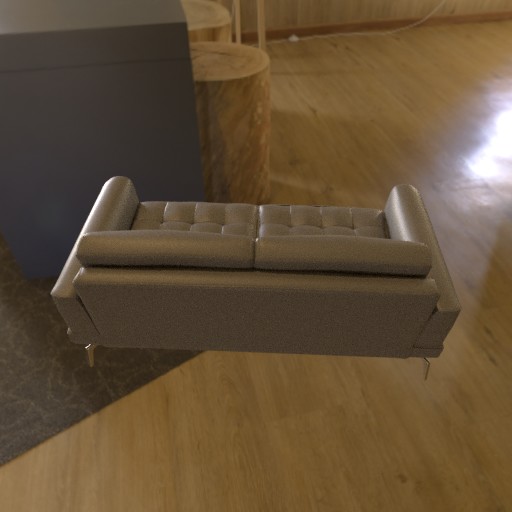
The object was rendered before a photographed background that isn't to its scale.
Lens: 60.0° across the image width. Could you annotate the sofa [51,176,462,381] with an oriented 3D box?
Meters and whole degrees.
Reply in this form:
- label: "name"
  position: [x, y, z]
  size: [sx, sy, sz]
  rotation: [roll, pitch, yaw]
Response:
- label: "sofa"
  position: [0.000, 0.000, 2.746]
  size: [2.177, 0.930, 1.121]
  rotation: [2, 45, 2]
